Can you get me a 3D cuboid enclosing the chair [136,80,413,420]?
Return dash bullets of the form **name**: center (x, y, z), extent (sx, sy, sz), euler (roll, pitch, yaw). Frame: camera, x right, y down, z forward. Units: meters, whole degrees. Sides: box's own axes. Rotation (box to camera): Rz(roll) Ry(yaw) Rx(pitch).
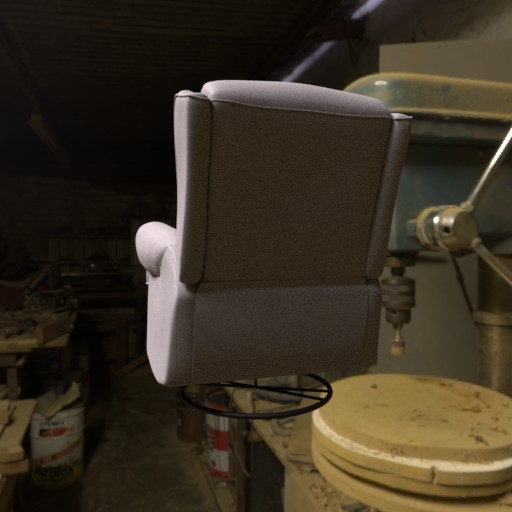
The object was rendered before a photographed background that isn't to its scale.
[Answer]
- **chair**: center (0.000, 0.000, 1.661), extent (0.847, 1.011, 0.969), euler (-1, 2, -18)
